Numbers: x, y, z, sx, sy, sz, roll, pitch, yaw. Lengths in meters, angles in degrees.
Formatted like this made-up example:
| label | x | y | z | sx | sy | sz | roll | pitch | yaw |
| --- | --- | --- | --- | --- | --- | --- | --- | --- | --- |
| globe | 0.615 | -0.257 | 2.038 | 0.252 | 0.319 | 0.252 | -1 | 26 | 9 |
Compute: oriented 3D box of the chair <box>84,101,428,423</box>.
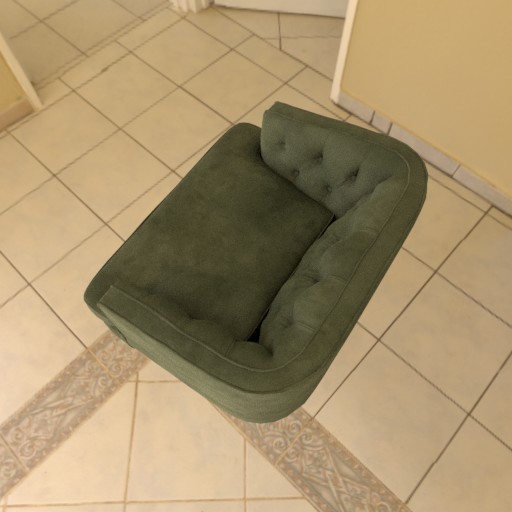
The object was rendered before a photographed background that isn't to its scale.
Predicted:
| label | x | y | z | sx | sy | sz | roll | pitch | yaw |
| --- | --- | --- | --- | --- | --- | --- | --- | --- | --- |
| chair | 0.000 | 0.000 | 1.800 | 0.941 | 0.852 | 1.104 | 31 | 67 | 15 |
